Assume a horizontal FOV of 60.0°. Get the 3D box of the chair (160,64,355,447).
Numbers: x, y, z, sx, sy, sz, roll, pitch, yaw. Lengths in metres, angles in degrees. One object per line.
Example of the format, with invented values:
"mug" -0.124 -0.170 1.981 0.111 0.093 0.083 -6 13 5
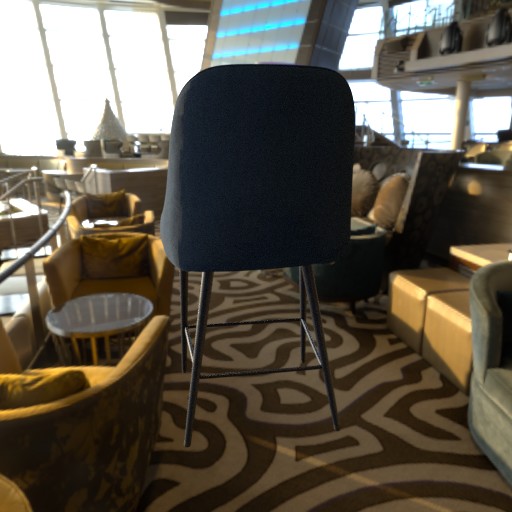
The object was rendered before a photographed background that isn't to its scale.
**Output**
"chair" 0.000 0.000 1.240 0.526 0.927 0.489 -2 16 -9
